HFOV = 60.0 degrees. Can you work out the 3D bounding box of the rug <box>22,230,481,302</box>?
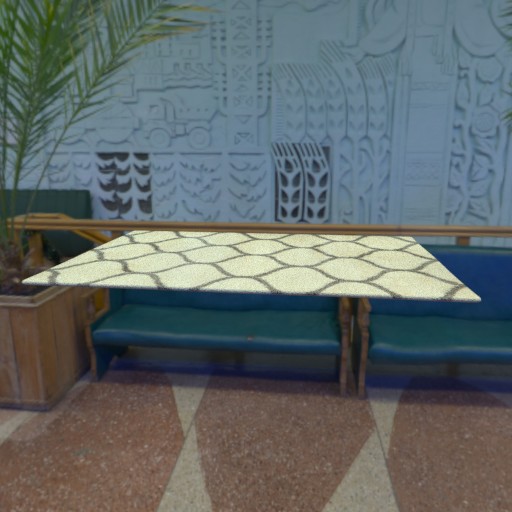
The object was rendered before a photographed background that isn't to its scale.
[{"bbox_3d":[0.000,0.000,3.435,2.701,0.026,1.801,2,14,7],"label":"rug"}]
